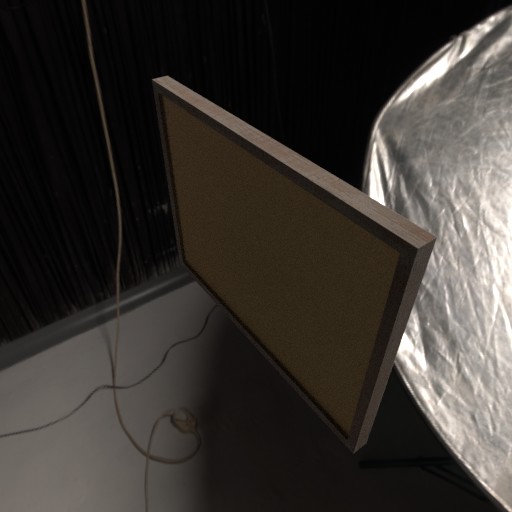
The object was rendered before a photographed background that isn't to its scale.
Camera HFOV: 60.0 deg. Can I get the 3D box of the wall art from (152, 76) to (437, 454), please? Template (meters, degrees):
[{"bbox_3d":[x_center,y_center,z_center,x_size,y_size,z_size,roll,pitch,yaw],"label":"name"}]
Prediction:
[{"bbox_3d":[0.000,0.000,1.745,0.070,1.009,1.320,-26,47,-27],"label":"wall art"}]
